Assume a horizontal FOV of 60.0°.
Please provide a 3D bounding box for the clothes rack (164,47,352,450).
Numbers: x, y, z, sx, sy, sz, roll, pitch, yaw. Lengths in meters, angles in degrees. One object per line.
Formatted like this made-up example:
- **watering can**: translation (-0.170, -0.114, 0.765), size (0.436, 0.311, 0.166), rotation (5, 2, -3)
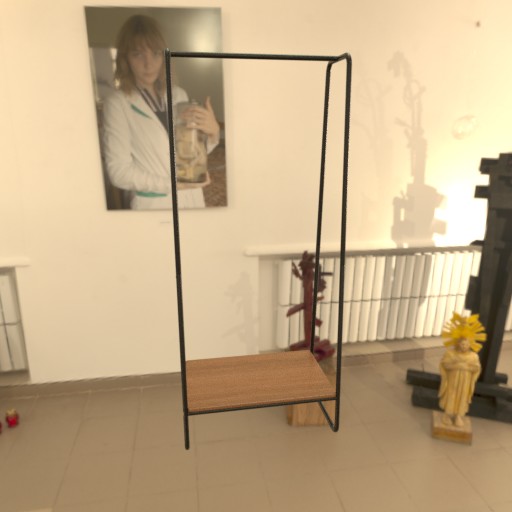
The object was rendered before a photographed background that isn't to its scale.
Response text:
- **clothes rack**: translation (0.000, 0.000, 1.787), size (0.640, 1.500, 0.400), rotation (-3, 16, -10)
